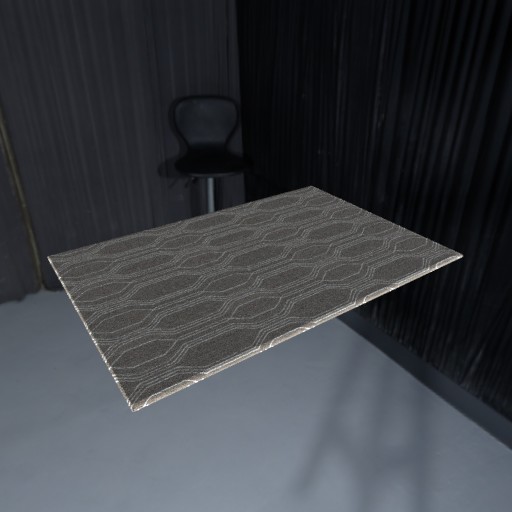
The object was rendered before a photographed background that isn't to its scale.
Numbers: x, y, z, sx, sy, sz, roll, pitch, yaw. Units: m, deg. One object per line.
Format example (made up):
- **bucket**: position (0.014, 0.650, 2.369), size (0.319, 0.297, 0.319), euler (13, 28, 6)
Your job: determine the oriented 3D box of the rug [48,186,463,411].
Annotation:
- **rug**: position (0.000, 0.000, 2.355), size (1.836, 0.012, 1.239), euler (-19, 35, -29)
